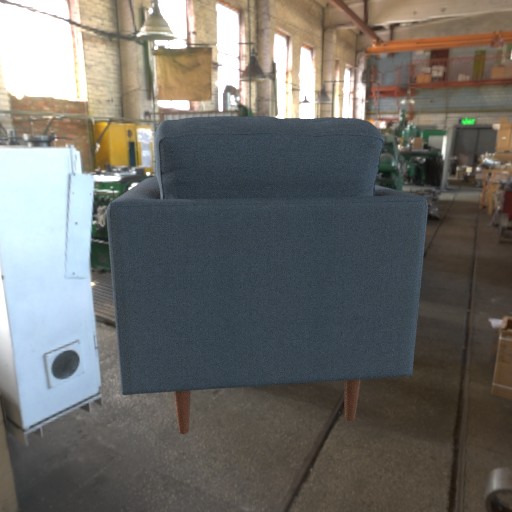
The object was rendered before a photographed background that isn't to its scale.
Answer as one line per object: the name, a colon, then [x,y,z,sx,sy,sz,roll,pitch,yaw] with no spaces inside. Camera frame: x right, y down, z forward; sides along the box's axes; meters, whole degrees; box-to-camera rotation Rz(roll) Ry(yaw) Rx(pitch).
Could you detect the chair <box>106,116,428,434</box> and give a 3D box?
chair: [0.000,0.000,1.574,0.855,0.922,0.820,-2,15,-7]
